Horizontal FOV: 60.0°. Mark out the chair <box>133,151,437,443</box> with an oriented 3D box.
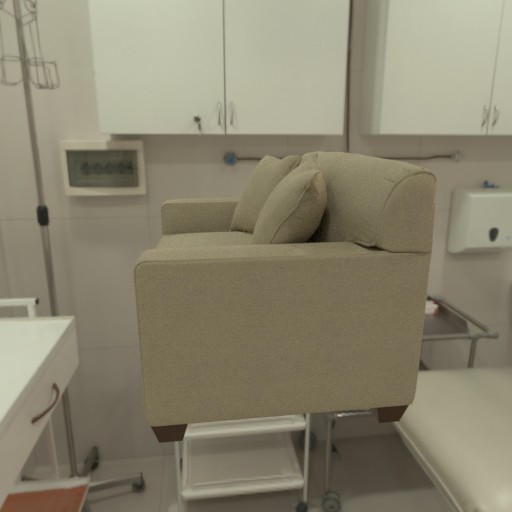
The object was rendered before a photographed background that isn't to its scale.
[{"bbox_3d":[0.000,0.000,2.069,1.000,0.948,1.383,-2,15,-8],"label":"chair"}]
